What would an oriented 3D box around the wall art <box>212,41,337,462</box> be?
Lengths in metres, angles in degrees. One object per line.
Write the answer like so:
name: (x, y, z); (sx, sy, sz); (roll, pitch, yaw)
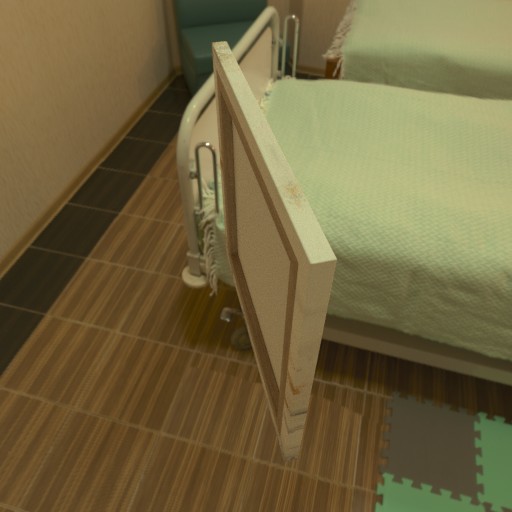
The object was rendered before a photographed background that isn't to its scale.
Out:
wall art: (0.000, 0.000, 1.111); (0.038, 0.755, 0.753); (-10, 48, -9)
